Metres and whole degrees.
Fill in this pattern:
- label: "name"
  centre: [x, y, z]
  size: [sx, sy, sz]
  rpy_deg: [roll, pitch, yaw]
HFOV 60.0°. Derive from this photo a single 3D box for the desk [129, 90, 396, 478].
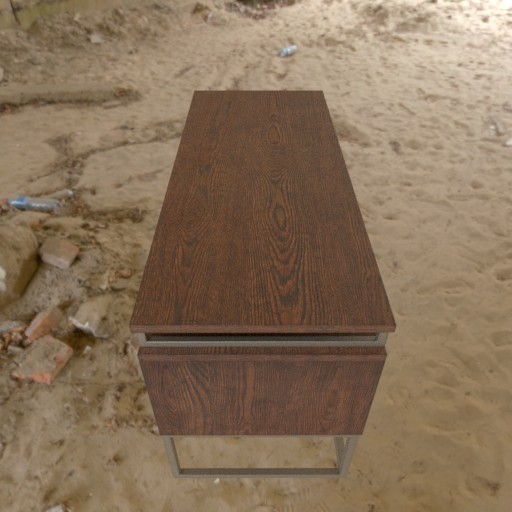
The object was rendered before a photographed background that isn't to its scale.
- label: "desk"
  centre: [0.000, 0.000, 1.746]
  size: [0.610, 0.792, 1.384]
  rpy_deg: [0, 41, 0]
